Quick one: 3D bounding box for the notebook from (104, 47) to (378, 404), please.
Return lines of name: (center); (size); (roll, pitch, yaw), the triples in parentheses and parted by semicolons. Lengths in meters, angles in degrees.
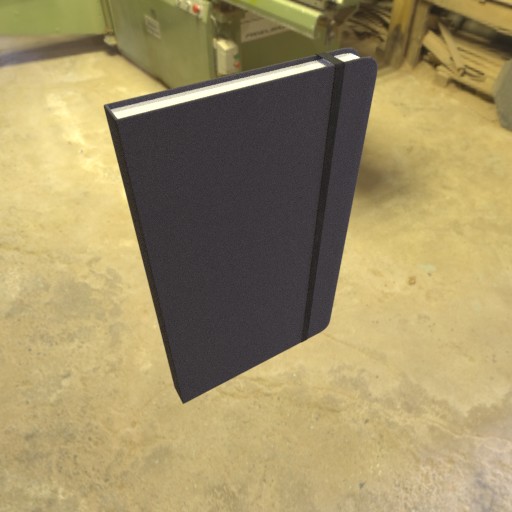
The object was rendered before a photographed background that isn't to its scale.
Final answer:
notebook: (0.000, 0.000, 0.262); (0.127, 0.213, 0.016); (-23, 49, -22)
